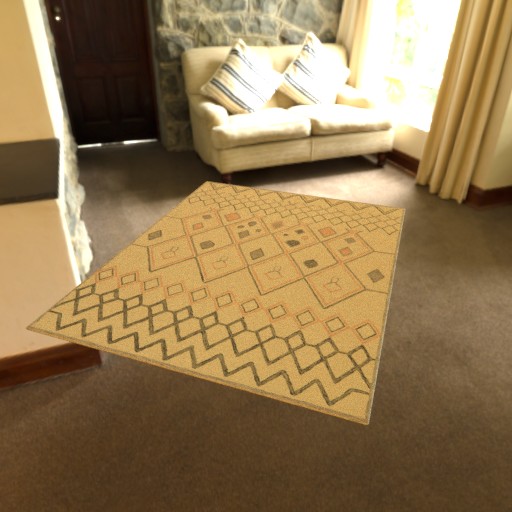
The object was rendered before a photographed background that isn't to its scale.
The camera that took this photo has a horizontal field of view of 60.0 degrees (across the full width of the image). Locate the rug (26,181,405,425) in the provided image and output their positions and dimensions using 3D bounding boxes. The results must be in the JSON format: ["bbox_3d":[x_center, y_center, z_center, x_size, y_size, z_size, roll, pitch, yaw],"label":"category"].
[{"bbox_3d":[0.000,0.000,4.071,2.441,0.016,3.050,11,32,17],"label":"rug"}]
